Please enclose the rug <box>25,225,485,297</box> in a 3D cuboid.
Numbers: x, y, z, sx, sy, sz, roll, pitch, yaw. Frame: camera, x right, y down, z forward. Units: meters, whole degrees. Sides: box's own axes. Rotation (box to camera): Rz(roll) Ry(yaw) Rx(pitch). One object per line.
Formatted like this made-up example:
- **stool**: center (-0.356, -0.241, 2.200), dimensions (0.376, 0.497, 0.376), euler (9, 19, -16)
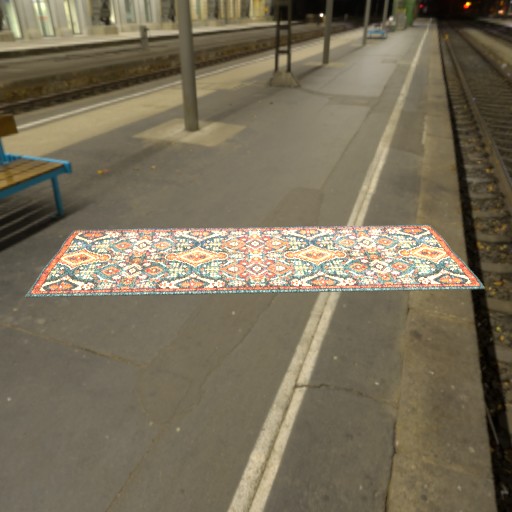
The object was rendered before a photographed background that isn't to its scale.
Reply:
- **rug**: center (0.000, 0.000, 2.697), dimensions (2.459, 0.010, 0.801), euler (-1, 29, -2)
